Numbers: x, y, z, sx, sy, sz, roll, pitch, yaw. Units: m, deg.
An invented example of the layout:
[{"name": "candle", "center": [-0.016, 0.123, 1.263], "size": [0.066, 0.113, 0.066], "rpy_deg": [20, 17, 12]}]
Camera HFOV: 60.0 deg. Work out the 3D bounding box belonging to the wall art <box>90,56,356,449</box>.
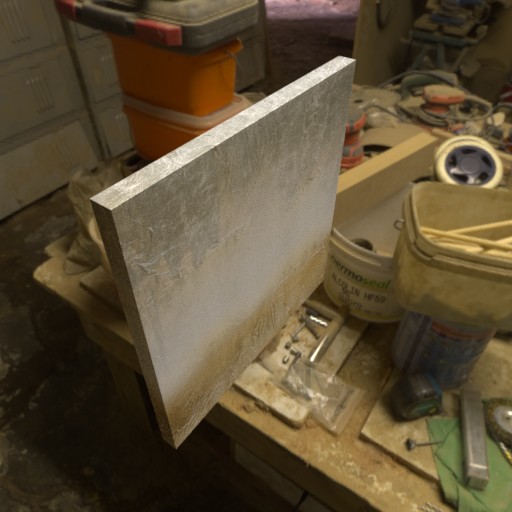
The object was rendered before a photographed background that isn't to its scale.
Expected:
[{"name": "wall art", "center": [0.000, 0.000, 0.898], "size": [0.038, 0.610, 0.610], "rpy_deg": [26, 49, 26]}]
